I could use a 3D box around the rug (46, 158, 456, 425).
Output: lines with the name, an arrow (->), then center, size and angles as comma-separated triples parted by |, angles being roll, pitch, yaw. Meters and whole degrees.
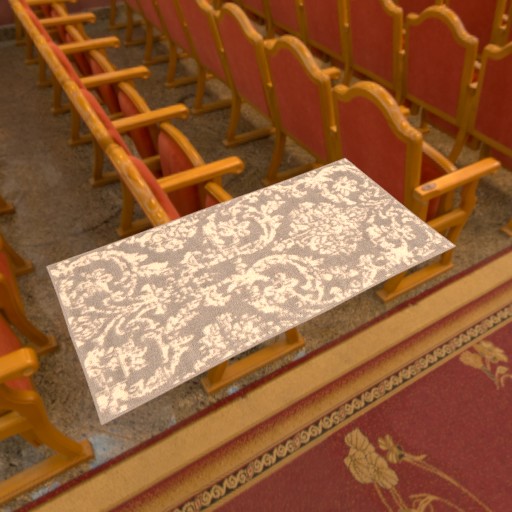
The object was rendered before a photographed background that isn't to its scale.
rug -> 0.000, 0.000, 1.465 | 1.219, 0.007, 0.604 | -23, 50, -20
